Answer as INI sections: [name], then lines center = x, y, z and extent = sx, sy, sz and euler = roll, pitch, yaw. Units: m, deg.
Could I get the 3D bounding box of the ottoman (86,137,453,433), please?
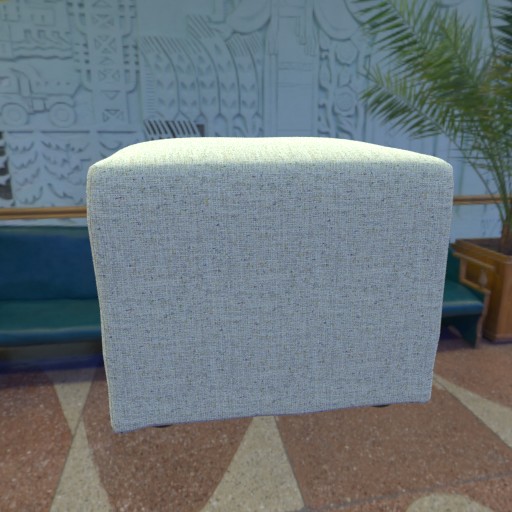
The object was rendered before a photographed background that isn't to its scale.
[ottoman]
center = 0.000, 0.000, 0.877
extent = 0.521, 0.453, 0.512
euler = -2, 16, -8
